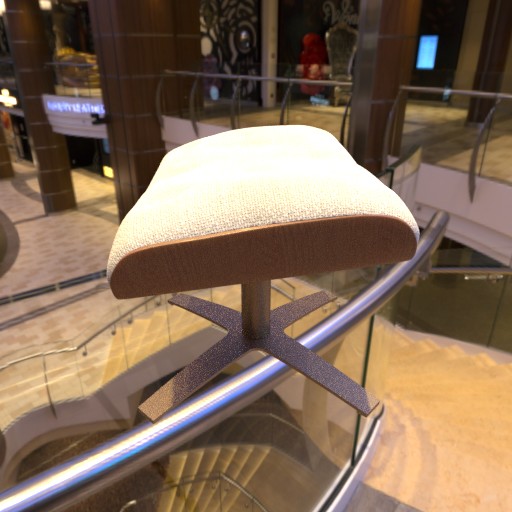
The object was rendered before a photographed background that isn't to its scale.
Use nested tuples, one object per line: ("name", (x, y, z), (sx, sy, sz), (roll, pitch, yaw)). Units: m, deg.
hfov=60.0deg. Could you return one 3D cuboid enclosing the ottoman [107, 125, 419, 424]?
("ottoman", (0.000, 0.000, 0.793), (0.394, 0.391, 0.520), (-1, 25, -2))
